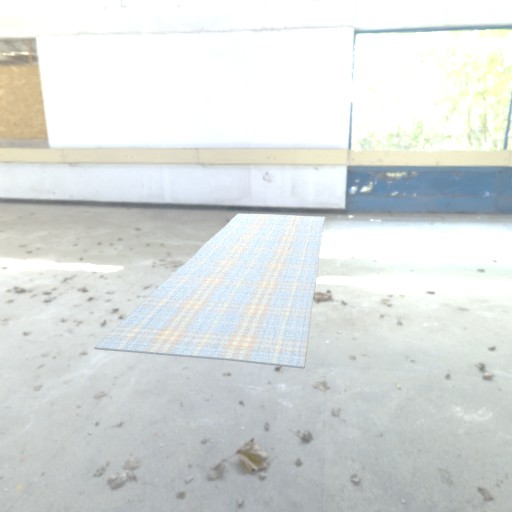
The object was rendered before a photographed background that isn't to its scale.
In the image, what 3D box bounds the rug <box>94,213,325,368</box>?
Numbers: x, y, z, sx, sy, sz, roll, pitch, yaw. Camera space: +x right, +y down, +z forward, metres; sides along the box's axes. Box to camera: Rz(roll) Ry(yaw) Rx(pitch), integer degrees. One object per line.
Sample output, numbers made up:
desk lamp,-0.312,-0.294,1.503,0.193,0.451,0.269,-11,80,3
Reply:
rug,0.000,0.000,2.692,0.762,0.013,2.439,3,17,10
